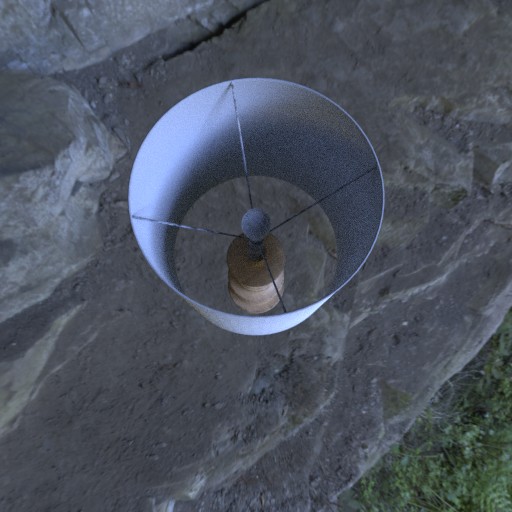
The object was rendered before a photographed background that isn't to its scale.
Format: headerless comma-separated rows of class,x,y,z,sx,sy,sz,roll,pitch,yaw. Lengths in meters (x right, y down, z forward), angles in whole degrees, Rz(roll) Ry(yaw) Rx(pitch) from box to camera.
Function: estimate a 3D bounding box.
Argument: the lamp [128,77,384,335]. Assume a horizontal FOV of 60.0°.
lamp,0.000,0.000,0.581,0.208,0.455,0.208,-32,78,-7
